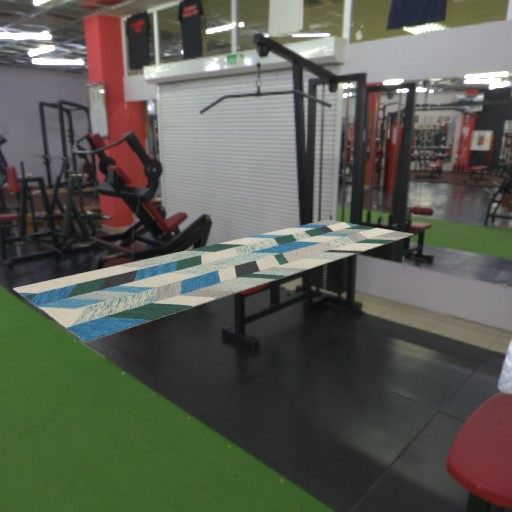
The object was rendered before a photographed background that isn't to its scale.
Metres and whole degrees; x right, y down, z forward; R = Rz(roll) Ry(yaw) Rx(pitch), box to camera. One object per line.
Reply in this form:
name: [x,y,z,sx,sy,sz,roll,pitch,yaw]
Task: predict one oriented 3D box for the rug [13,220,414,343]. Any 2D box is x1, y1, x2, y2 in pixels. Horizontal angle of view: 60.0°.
rug: [0.000,0.000,2.633,2.437,0.008,0.774,-15,21,-42]
